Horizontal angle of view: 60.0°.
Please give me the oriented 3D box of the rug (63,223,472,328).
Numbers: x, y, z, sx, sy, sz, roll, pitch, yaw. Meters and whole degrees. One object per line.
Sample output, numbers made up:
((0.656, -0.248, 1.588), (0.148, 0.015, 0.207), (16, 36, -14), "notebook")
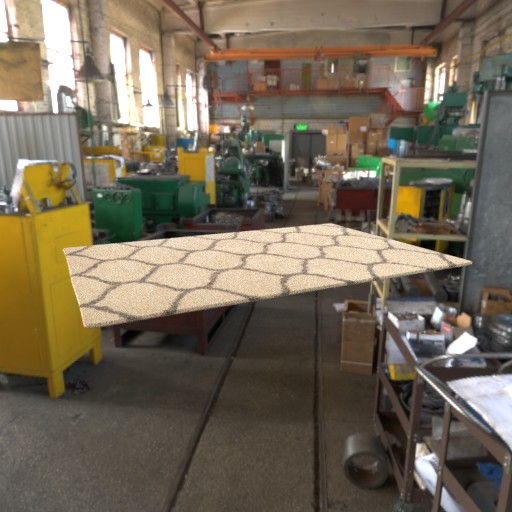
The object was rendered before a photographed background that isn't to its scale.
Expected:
((0.000, 0.000, 3.477), (2.701, 0.026, 1.801), (-7, 16, -25), "rug")
